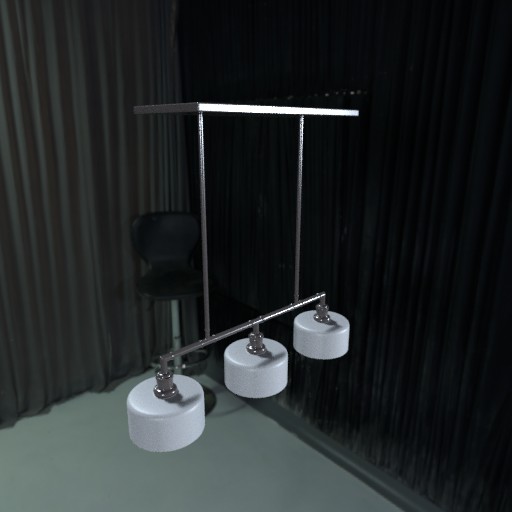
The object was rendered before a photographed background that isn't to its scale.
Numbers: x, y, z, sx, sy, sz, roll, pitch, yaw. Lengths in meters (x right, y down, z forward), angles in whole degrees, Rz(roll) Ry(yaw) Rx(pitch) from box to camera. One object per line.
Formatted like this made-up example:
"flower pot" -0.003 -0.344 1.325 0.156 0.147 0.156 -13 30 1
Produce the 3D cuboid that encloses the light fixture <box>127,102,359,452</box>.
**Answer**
"light fixture" 0.000 0.000 0.881 0.582 0.557 0.177 -15 22 -42
